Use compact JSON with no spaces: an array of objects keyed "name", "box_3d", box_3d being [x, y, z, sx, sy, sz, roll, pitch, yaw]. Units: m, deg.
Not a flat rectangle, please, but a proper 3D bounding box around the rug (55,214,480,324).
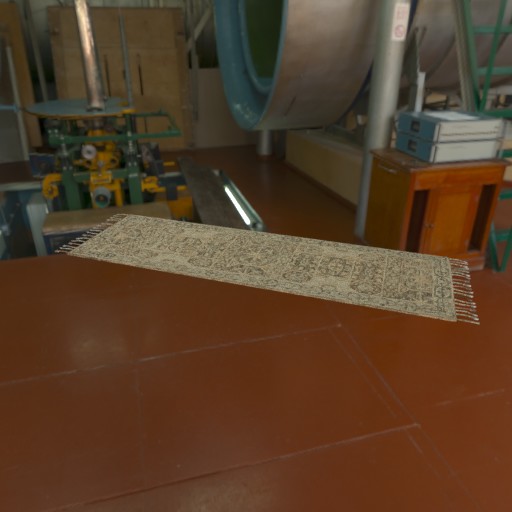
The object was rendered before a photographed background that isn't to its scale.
[{"name":"rug","box_3d":[0.000,0.000,2.957,2.664,0.011,0.762,9,28,17]}]
